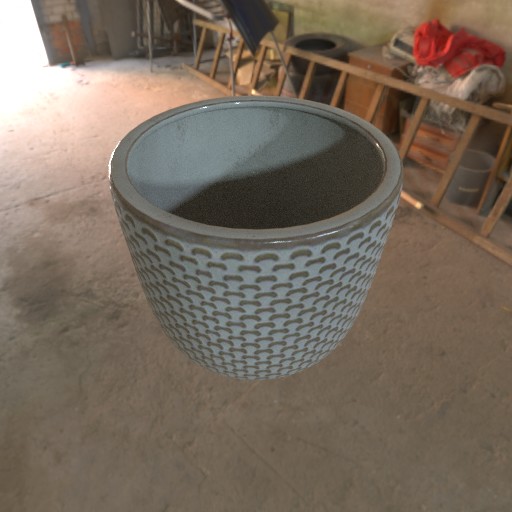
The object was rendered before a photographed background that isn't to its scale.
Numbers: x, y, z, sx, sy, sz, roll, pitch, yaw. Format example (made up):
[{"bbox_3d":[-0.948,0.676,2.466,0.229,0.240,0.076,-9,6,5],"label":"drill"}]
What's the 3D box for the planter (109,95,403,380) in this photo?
[{"bbox_3d":[0.000,0.000,0.362,0.197,0.191,0.197,0,41,0],"label":"planter"}]
